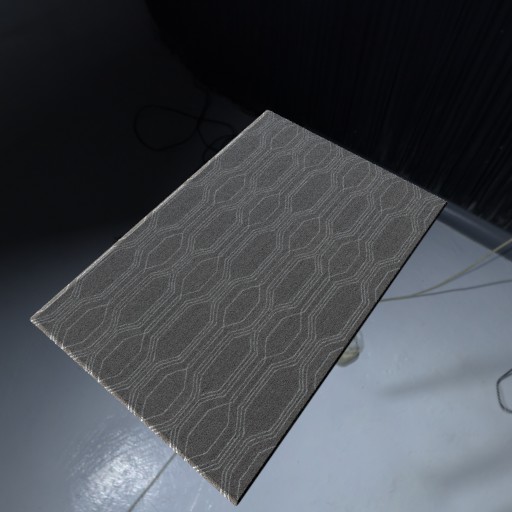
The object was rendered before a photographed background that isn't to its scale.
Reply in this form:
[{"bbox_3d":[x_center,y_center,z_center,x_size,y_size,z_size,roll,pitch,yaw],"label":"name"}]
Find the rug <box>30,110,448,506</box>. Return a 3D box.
[{"bbox_3d":[0.000,0.000,2.238,1.239,0.012,1.836,33,63,19],"label":"rug"}]
